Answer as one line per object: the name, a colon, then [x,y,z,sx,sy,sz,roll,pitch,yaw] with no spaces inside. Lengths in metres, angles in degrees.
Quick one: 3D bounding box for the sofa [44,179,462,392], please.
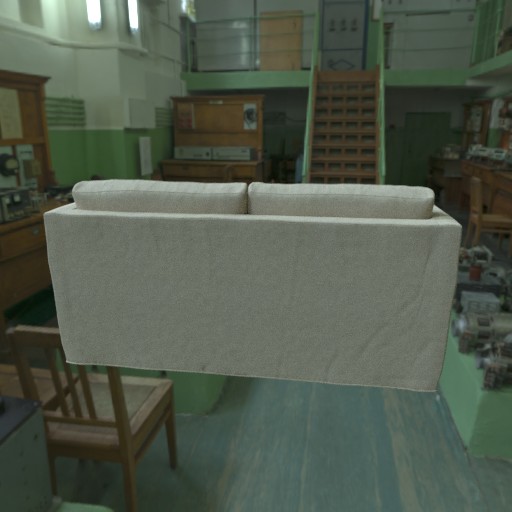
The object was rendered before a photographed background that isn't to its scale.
sofa: [0.000,0.000,2.275,1.719,0.835,0.962,2,17,8]
